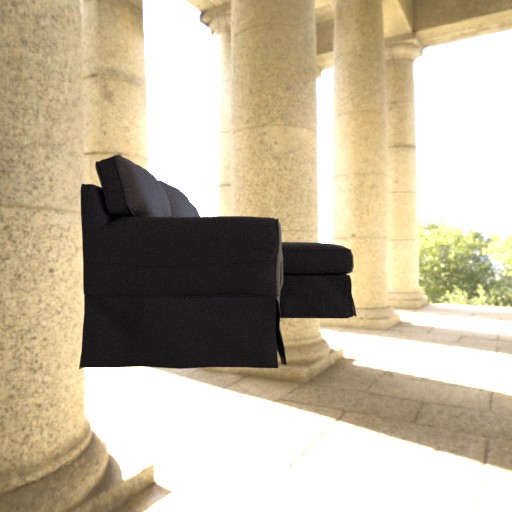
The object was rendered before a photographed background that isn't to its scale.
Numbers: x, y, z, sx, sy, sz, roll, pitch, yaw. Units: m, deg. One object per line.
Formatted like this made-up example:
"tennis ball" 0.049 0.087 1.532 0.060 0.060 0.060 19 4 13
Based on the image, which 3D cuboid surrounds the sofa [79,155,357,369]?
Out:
"sofa" 0.000 0.000 3.261 1.637 1.039 2.518 0 1 1
